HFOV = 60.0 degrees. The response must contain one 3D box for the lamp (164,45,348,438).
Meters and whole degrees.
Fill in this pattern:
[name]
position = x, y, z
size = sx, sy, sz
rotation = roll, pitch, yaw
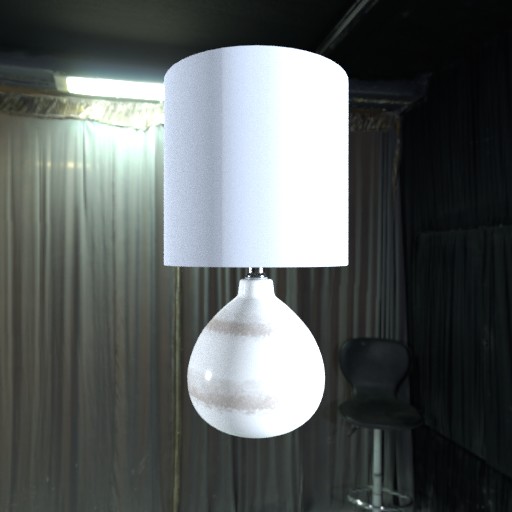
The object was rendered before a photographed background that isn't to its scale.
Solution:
[lamp]
position = 0.000, 0.000, 0.532
size = 0.217, 0.404, 0.217
rotation = 0, 0, -18
